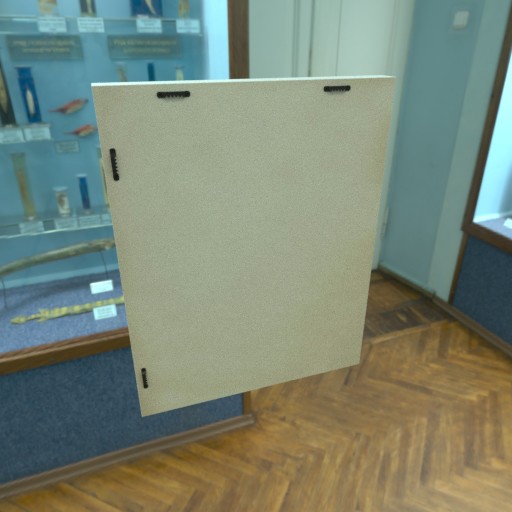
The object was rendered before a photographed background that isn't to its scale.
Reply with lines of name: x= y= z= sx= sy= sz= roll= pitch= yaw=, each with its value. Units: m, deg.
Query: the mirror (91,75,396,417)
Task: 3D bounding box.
mirror: x=0.000 y=0.000 z=0.687 sx=0.406 sy=0.509 sz=0.041 roll=-9 pitch=27 yaw=-17
